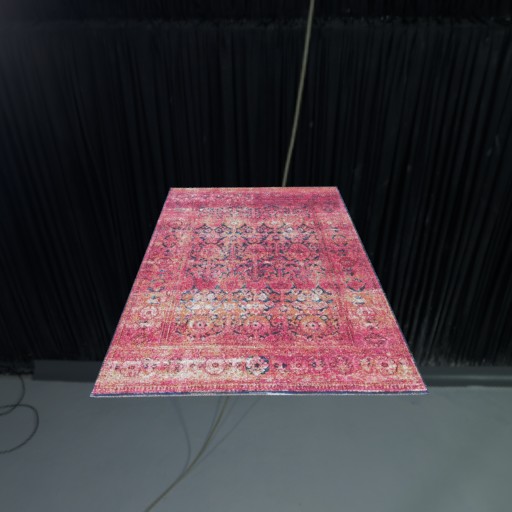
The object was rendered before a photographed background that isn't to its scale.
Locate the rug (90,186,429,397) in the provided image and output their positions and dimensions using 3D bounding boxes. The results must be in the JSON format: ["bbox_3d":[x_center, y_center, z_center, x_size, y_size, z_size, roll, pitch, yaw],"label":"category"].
[{"bbox_3d":[0.000,0.000,3.046,1.539,0.018,2.449,0,31,-1],"label":"rug"}]
